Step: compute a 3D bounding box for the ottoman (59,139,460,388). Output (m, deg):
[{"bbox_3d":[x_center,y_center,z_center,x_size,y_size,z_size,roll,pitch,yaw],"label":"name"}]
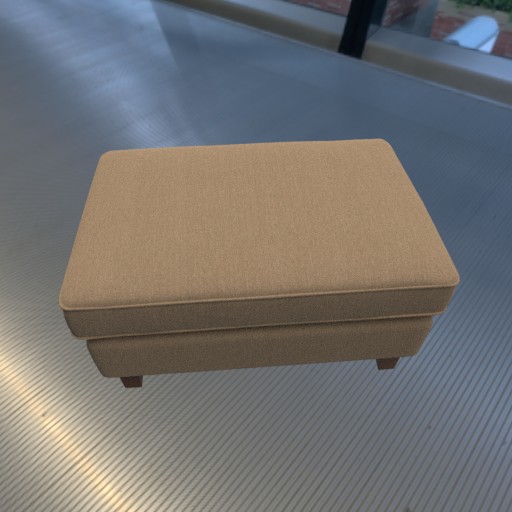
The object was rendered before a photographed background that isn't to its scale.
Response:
[{"bbox_3d":[0.000,0.000,1.349,0.945,0.521,0.636,-3,47,-3],"label":"ottoman"}]
